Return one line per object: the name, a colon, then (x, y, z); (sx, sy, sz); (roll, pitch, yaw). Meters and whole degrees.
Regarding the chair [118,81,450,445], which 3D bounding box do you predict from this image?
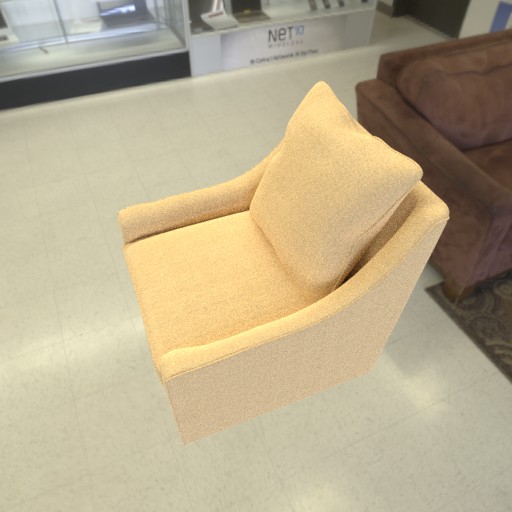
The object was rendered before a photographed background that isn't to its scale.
chair: (0.000, 0.000, 1.580); (0.876, 0.927, 0.760); (-16, 49, -15)
